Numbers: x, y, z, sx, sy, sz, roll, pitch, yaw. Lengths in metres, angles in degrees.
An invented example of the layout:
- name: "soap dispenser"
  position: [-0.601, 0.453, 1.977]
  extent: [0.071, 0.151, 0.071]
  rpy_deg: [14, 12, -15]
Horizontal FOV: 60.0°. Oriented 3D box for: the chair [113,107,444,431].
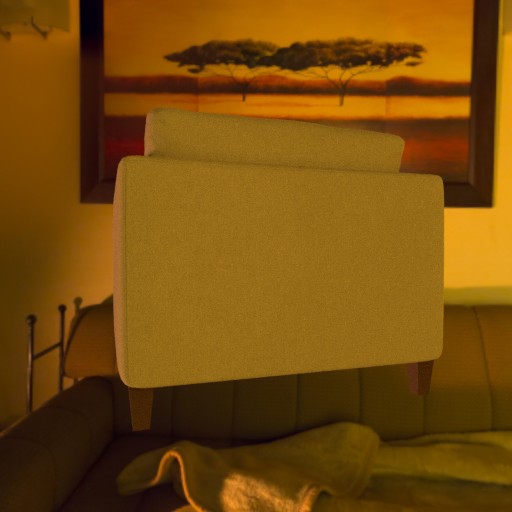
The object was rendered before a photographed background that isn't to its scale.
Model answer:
- name: "chair"
  position: [0.000, 0.000, 1.805]
  extent: [1.107, 0.961, 0.959]
  rpy_deg: [0, 1, -18]
